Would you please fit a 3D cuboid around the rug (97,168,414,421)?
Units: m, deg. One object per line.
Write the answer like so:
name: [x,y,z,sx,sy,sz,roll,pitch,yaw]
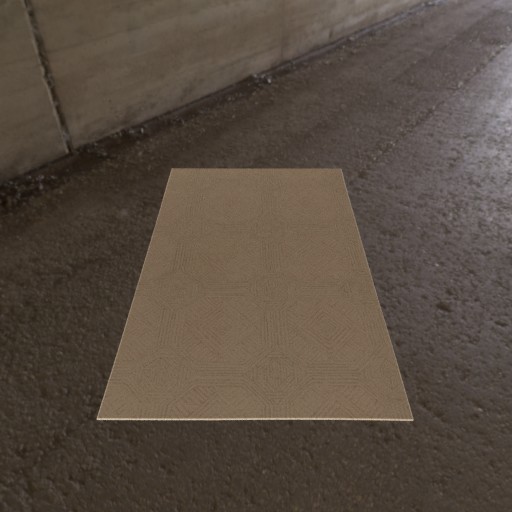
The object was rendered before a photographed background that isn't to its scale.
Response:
rug: [0.000,0.000,3.060,1.524,0.008,2.440,0,40,0]
